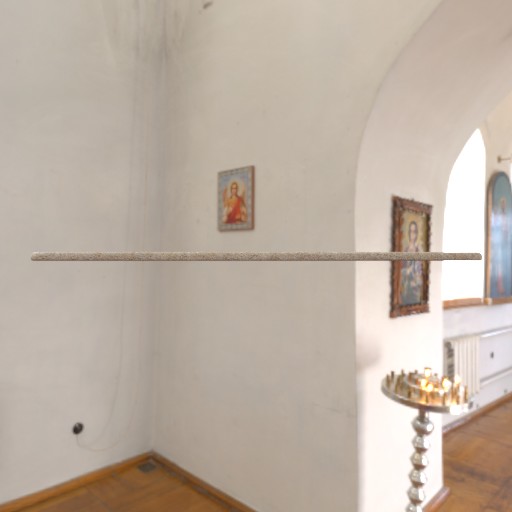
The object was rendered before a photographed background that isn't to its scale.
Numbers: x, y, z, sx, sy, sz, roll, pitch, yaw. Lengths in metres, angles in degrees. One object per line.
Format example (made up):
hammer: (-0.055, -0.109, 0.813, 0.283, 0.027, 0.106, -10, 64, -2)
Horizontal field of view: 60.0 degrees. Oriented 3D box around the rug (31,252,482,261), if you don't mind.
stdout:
rug: (0.000, 0.000, 3.407, 2.528, 0.048, 2.009, 0, 0, 0)
